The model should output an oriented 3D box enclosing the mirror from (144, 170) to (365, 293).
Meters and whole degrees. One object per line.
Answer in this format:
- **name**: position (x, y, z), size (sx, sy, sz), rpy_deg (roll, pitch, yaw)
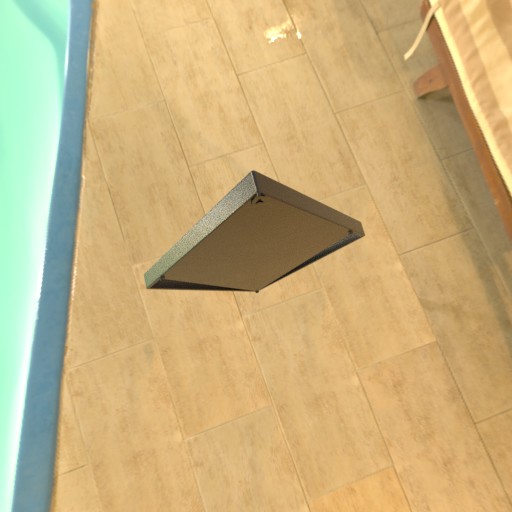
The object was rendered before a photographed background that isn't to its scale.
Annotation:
- **mirror**: position (0.000, 0.000, 0.826), size (0.419, 0.679, 0.032), rpy_deg (-14, 76, -3)
